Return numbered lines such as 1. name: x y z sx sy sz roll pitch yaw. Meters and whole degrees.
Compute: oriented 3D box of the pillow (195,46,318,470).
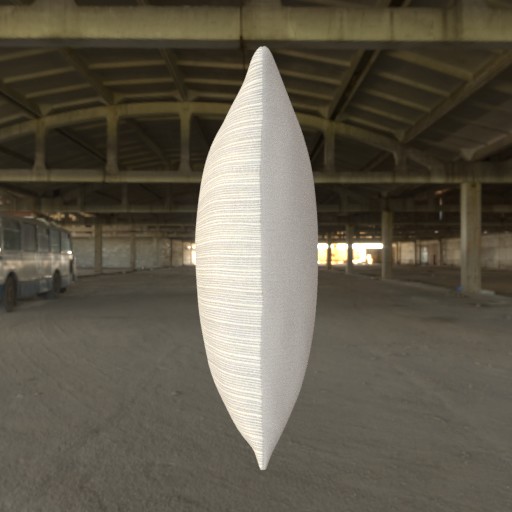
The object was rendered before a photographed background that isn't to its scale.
1. pillow: 0.000 0.000 0.768 0.204 0.497 0.512 0 0 -1
